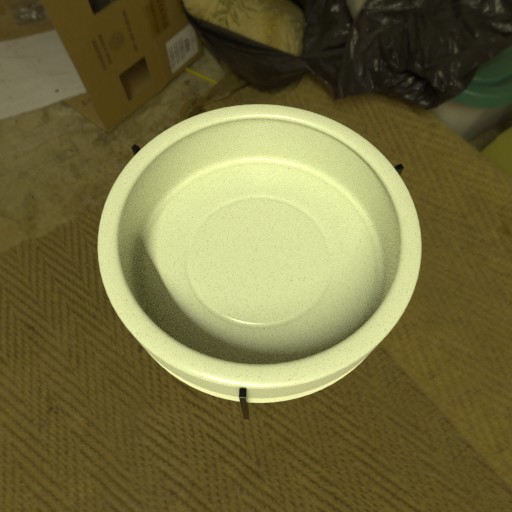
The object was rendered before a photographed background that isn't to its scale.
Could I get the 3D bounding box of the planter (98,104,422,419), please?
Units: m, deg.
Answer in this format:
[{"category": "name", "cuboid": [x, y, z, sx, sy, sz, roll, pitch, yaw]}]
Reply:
[{"category": "planter", "cuboid": [0.000, 0.000, 0.538, 0.345, 0.171, 0.336, 32, 68, 15]}]
